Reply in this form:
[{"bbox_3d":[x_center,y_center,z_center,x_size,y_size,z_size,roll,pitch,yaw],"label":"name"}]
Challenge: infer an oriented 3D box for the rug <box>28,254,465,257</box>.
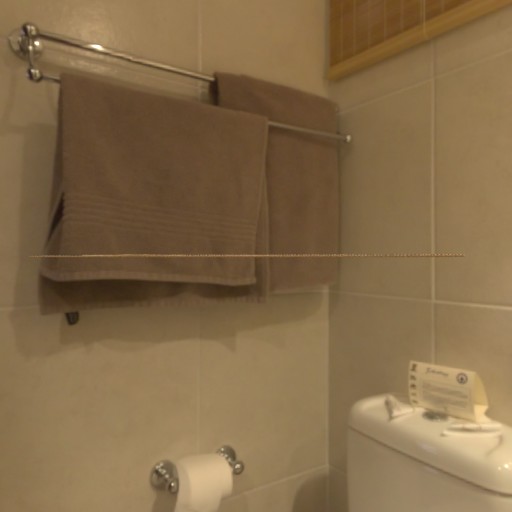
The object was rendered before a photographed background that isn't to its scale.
[{"bbox_3d":[0.000,0.000,3.038,2.436,0.015,1.521,0,0,19],"label":"rug"}]
